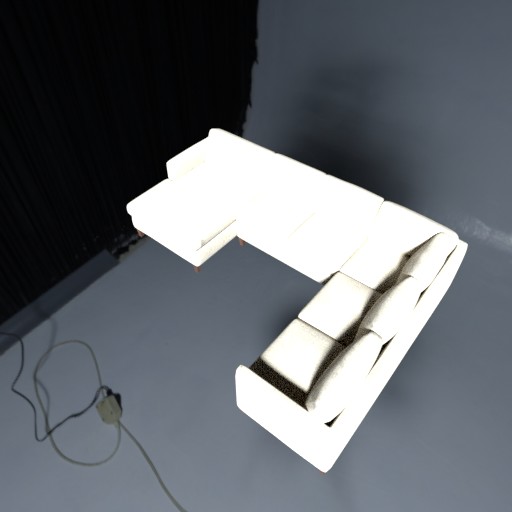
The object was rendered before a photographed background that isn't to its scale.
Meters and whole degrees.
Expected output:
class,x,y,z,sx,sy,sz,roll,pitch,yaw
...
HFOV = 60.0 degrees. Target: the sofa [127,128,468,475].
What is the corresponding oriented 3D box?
class,x,y,z,sx,sy,sz,roll,pitch,yaw
sofa,0.000,0.000,4.662,3.460,0.959,2.593,30,53,26
